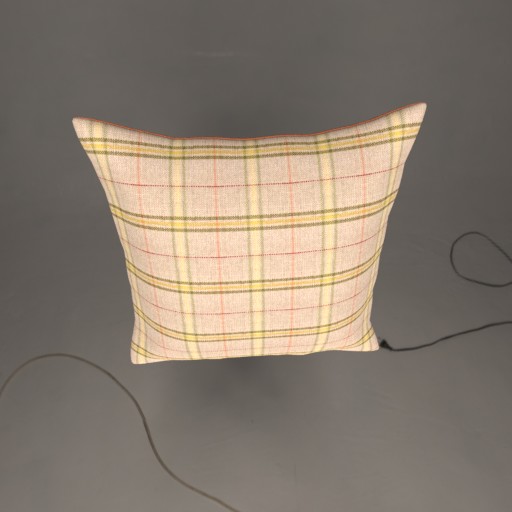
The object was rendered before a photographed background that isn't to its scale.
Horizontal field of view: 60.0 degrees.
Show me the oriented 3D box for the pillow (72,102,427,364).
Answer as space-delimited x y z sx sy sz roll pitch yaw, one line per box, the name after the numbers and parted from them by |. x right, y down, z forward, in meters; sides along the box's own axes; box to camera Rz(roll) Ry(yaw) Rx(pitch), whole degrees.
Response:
0.000 0.000 0.684 0.453 0.430 0.200 -3 48 -3 | pillow
